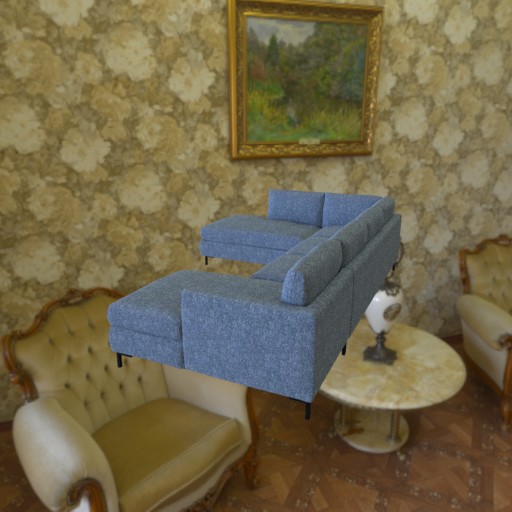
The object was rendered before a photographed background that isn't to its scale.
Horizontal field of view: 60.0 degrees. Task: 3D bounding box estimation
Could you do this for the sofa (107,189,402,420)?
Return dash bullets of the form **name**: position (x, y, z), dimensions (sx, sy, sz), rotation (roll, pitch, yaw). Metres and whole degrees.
- **sofa**: position (0.000, 0.000, 3.582), dimensions (1.879, 0.756, 2.737), rotation (8, 18, 24)
